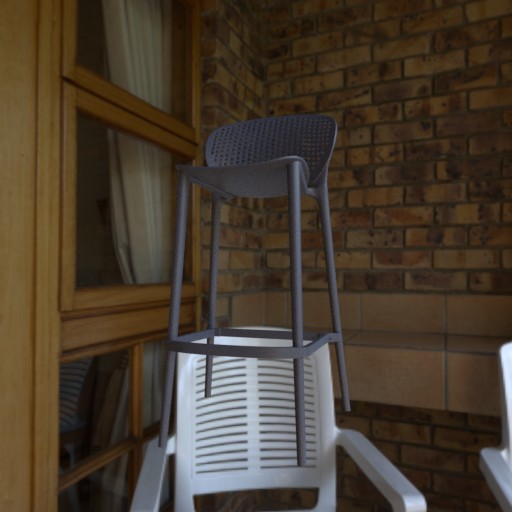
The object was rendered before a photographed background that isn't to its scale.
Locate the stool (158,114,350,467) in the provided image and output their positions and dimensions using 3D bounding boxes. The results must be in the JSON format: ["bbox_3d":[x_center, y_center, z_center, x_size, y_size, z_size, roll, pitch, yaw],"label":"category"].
[{"bbox_3d":[0.000,0.000,1.386,0.536,1.045,0.535,0,-1,17],"label":"stool"}]
